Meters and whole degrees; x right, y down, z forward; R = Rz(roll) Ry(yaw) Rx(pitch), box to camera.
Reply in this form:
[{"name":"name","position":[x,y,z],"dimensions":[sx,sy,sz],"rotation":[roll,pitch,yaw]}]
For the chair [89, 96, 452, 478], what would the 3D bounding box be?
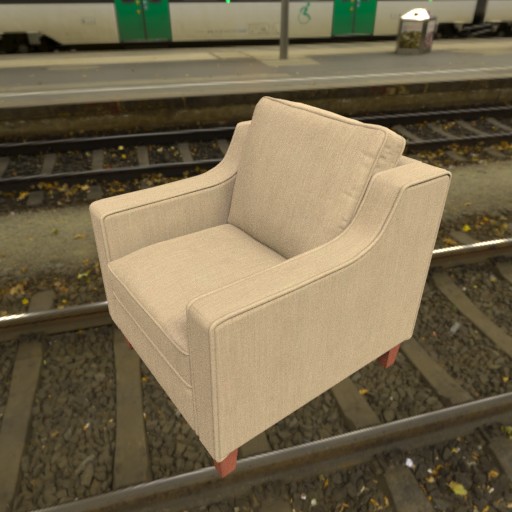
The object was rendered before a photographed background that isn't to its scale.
[{"name":"chair","position":[0.000,0.000,1.597],"dimensions":[0.909,0.960,0.831],"rotation":[-21,37,-31]}]
